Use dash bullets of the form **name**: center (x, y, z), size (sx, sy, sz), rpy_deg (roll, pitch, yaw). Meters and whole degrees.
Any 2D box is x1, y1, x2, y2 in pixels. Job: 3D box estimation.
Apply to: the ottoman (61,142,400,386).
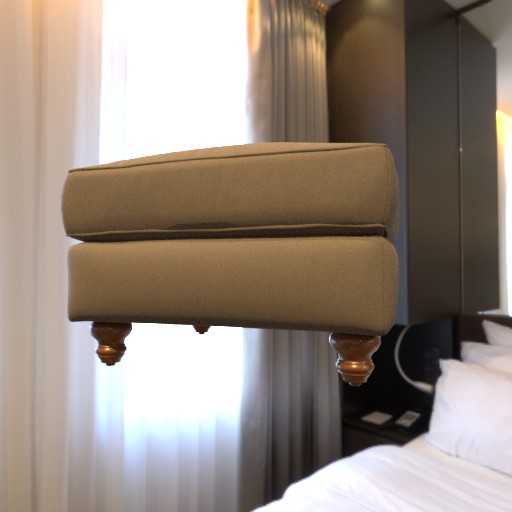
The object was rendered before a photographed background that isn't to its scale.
- **ottoman**: center (0.000, 0.000, 1.165), size (0.721, 0.505, 0.662), rpy_deg (0, -2, 18)
